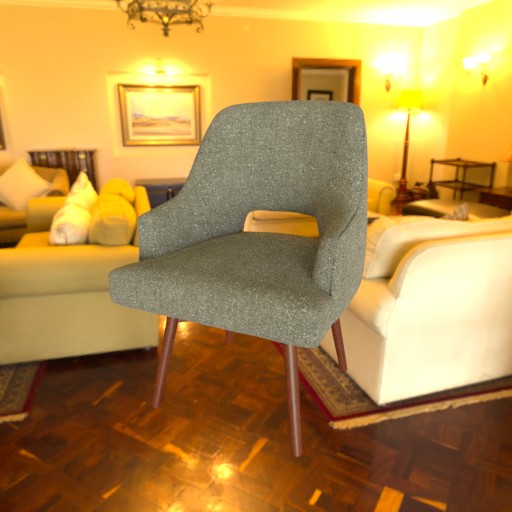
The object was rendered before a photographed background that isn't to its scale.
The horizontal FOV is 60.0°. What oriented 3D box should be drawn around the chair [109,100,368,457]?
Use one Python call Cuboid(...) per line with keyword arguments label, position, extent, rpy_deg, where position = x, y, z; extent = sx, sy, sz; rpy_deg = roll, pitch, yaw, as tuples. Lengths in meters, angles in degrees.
Cuboid(label="chair", position=(0.000, 0.000, 1.289), extent=(0.608, 0.875, 0.629), rpy_deg=(8, 19, 25))
